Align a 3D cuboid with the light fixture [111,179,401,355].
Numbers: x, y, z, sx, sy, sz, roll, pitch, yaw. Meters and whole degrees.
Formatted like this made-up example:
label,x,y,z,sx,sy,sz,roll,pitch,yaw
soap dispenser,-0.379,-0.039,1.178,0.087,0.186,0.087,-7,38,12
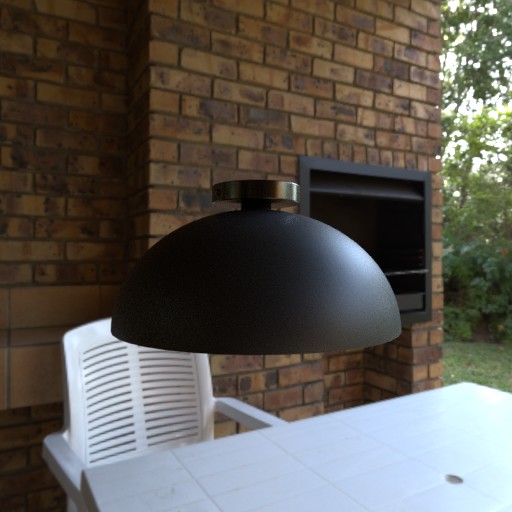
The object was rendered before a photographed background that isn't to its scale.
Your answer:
label,x,y,z,sx,sy,sz,roll,pitch,yaw
light fixture,0.000,0.000,0.569,0.355,0.177,0.355,0,0,0
